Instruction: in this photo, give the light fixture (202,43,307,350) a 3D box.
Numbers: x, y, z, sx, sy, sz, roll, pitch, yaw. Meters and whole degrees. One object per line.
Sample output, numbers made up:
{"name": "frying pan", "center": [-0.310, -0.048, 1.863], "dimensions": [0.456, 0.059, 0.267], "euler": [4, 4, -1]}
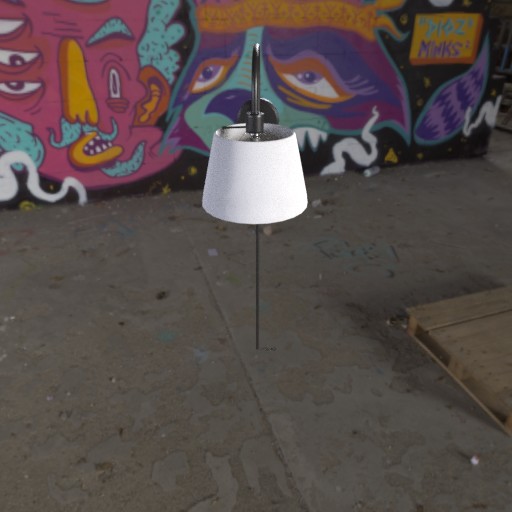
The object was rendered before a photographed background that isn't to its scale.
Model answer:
{"name": "light fixture", "center": [0.000, 0.000, 0.464], "dimensions": [0.092, 0.399, 0.176], "euler": [1, 29, 1]}
